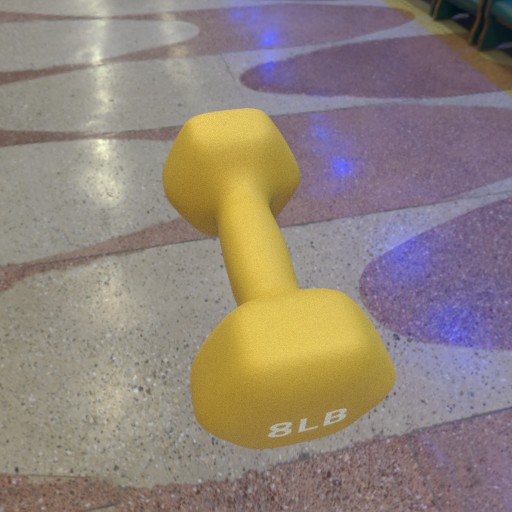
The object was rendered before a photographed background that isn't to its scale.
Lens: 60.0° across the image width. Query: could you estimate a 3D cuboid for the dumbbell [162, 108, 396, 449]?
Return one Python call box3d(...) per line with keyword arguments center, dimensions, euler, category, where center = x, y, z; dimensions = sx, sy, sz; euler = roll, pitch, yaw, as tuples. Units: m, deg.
box3d(center=(0.000, 0.000, 0.242), dimensions=(0.090, 0.082, 0.190), euler=(-9, 48, -8), category="dumbbell")
